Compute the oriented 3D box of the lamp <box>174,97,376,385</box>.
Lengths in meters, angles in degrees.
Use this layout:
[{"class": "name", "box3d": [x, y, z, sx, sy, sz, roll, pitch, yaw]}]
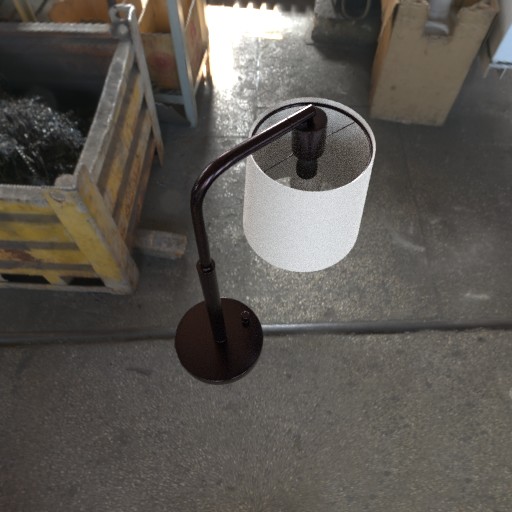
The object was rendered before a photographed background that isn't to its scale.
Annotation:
[{"class": "lamp", "box3d": [0.000, 0.000, 0.657, 0.333, 0.489, 0.171, -31, 65, -17]}]
